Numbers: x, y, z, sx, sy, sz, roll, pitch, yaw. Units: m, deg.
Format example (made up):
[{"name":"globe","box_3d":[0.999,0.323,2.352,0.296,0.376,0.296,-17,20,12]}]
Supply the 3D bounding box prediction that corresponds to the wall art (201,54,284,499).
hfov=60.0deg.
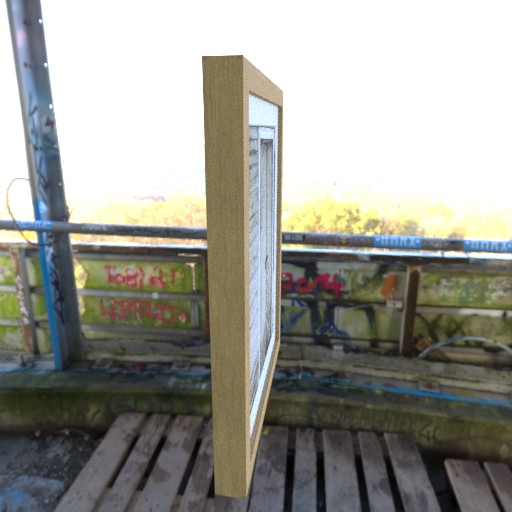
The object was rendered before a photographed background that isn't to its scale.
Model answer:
[{"name":"wall art","box_3d":[0.000,0.000,0.510,0.030,0.380,0.312,2,16,8]}]
